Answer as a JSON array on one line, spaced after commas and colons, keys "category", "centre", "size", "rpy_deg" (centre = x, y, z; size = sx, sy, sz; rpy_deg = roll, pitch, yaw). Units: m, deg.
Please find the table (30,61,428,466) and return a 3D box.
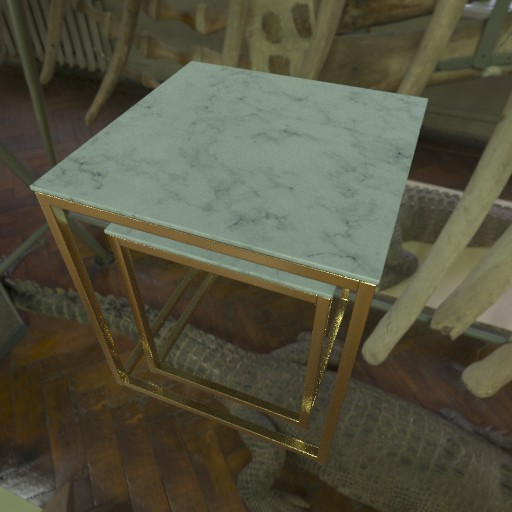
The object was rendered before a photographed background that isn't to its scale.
[{"category": "table", "centre": [0.000, 0.000, 0.835], "size": [0.450, 0.500, 0.450], "rpy_deg": [16, 47, 15]}]
